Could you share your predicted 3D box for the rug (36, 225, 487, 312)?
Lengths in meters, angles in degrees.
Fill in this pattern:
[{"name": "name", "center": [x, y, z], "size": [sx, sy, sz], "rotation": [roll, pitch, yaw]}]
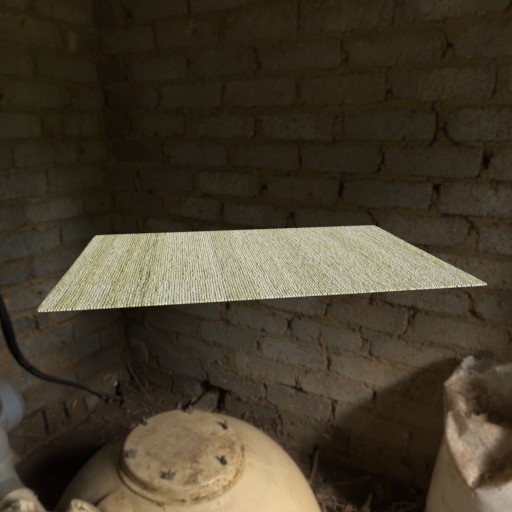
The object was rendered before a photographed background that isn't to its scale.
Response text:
[{"name": "rug", "center": [0.000, 0.000, 2.228], "size": [1.758, 0.010, 1.143], "rotation": [-3, 17, -9]}]
